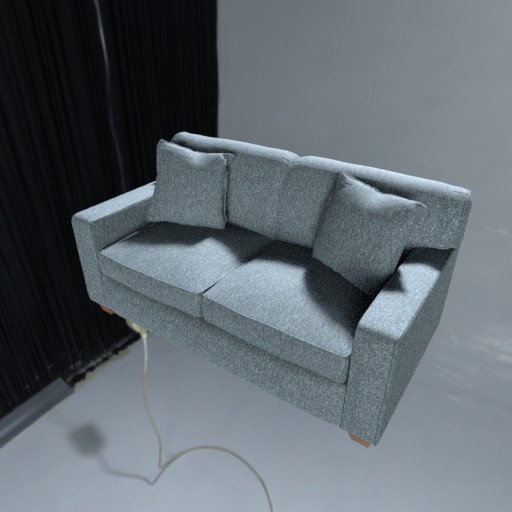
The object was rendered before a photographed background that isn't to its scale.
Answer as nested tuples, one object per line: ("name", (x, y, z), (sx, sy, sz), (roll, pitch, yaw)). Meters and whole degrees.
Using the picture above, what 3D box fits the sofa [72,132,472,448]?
("sofa", (0.000, 0.000, 2.389), (1.846, 0.958, 0.998), (19, 35, 29))
